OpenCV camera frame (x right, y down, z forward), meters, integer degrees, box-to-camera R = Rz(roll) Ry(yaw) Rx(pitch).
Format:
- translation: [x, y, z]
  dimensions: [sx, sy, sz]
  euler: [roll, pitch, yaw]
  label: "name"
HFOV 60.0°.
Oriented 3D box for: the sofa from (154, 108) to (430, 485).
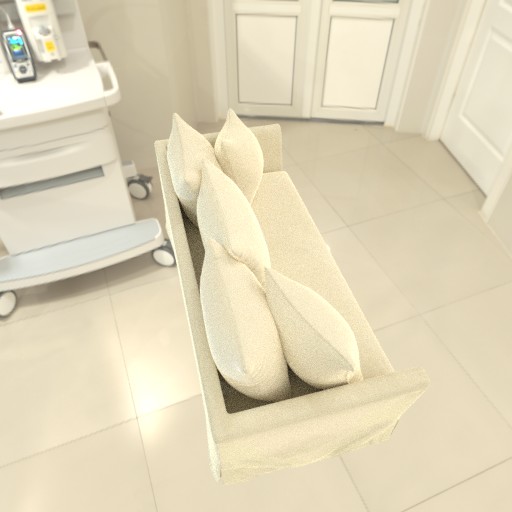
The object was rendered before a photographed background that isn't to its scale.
- translation: [0.000, 0.000, 2.760]
  dimensions: [1.031, 1.034, 2.290]
  euler: [-11, 47, -10]
  label: "sofa"
